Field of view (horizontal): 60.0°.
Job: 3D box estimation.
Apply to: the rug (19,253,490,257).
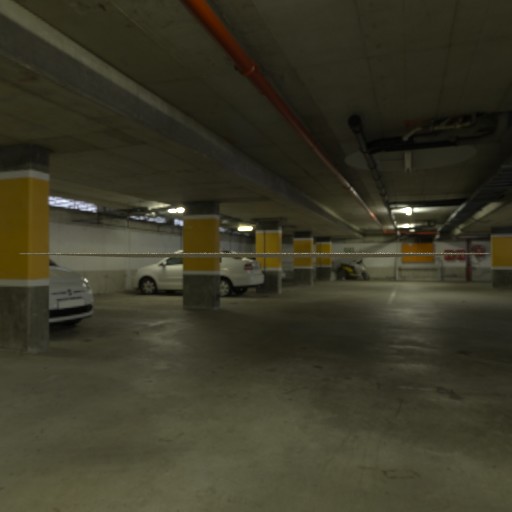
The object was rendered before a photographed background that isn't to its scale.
[{"bbox_3d":[0.000,0.000,3.895,2.880,0.005,2.391,0,-1,1],"label":"rug"}]
